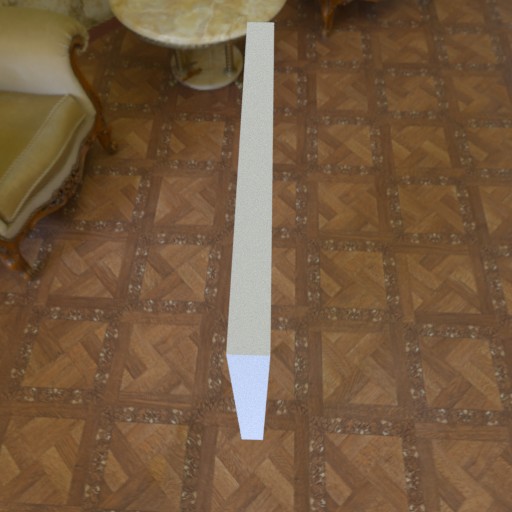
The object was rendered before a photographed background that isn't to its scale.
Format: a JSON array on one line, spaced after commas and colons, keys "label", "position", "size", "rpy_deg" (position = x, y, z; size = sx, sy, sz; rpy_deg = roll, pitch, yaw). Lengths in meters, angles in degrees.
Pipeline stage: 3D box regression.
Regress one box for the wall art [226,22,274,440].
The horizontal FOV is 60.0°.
[{"label": "wall art", "position": [0.000, 0.000, 0.449], "size": [0.024, 0.304, 0.304], "rpy_deg": [1, 60, 1]}]
